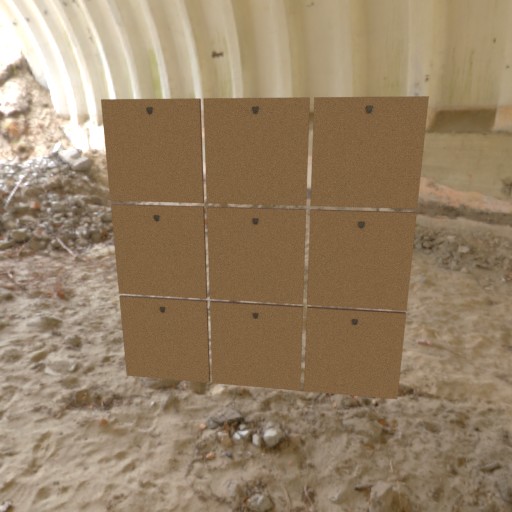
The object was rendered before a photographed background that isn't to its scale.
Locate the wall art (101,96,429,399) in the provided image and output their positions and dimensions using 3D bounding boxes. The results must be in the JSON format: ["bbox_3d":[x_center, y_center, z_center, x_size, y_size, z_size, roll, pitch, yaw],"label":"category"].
[{"bbox_3d":[0.000,0.000,1.811,1.221,1.218,0.024,3,17,8],"label":"wall art"}]
